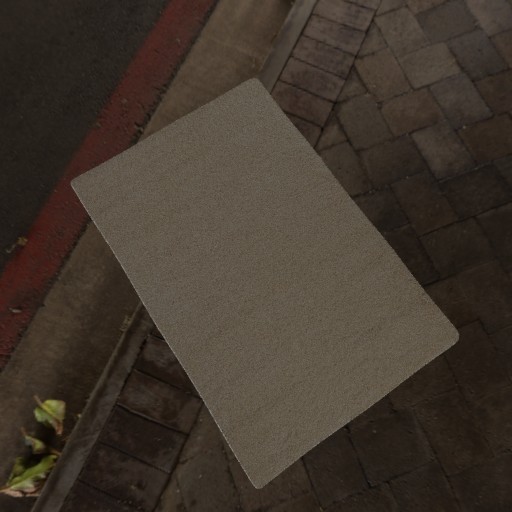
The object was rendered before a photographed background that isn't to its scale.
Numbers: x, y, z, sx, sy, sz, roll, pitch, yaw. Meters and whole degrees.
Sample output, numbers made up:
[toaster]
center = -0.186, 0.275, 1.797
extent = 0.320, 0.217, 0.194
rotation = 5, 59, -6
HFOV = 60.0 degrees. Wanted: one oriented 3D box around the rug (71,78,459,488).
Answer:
[rug]
center = 0.000, 0.000, 3.389
extent = 1.798, 0.025, 2.698
rotation = -33, 76, -9
